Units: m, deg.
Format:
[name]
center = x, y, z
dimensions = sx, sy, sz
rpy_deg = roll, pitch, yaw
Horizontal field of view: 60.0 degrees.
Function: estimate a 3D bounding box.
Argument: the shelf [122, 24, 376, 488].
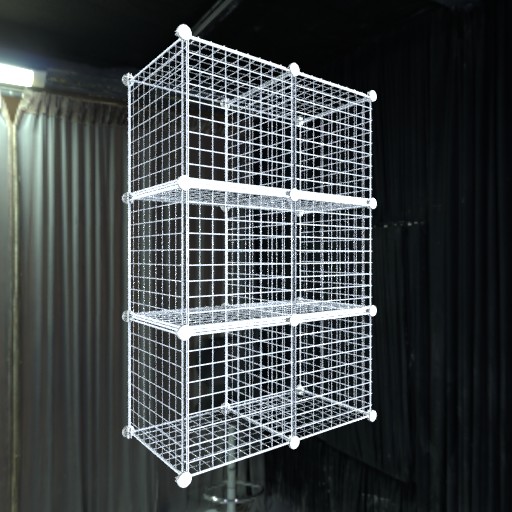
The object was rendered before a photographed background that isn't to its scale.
[shelf]
center = 0.000, 0.000, 1.367
dimensions = 0.711, 1.067, 0.356
rpy_deg = 0, 0, -37
